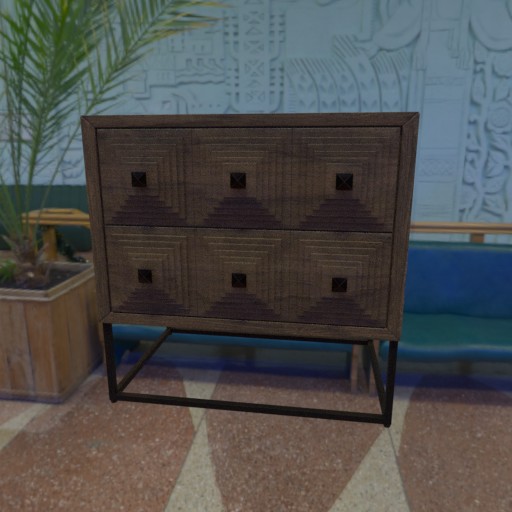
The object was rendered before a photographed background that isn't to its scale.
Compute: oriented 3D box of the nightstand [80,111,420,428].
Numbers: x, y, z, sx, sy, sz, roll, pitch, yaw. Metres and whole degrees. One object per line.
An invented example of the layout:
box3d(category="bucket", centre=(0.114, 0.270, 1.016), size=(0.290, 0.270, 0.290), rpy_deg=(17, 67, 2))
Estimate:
box3d(category="nightstand", centre=(0.000, 0.000, 1.035), size=(0.610, 0.610, 0.437), rpy_deg=(2, 14, 8))
